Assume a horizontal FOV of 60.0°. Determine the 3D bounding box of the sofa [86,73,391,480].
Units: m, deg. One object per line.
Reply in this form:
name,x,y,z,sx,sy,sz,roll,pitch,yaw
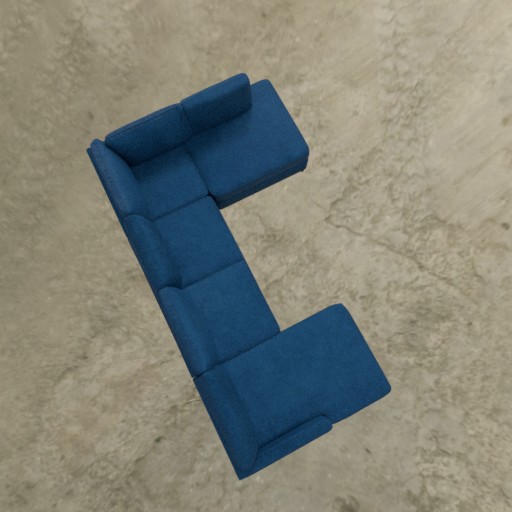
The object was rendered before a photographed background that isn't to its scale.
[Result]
sofa,0.000,0.000,4.359,2.055,0.992,3.434,-27,78,-6
